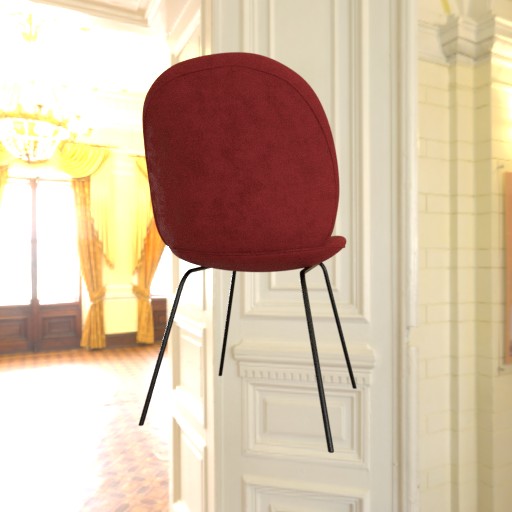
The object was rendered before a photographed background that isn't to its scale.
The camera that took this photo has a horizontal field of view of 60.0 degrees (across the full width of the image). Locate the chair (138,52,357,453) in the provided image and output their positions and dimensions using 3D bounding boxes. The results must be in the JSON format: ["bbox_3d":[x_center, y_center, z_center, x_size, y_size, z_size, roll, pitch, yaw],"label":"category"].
[{"bbox_3d":[0.000,0.000,1.137,0.458,0.791,0.587,0,0,18],"label":"chair"}]
